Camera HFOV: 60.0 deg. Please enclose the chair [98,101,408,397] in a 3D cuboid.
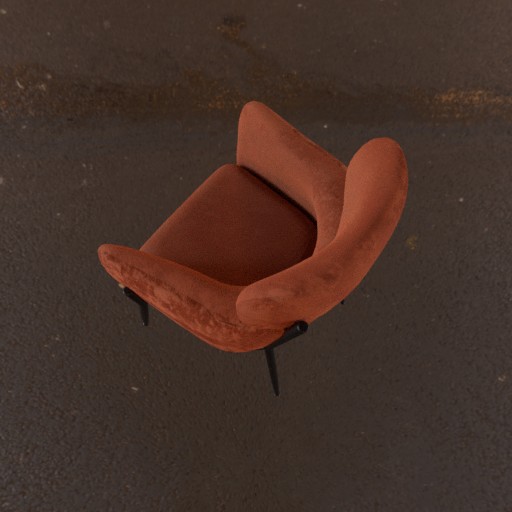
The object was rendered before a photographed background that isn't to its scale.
[{"bbox_3d":[0.000,0.000,1.116,0.523,0.772,0.561,34,69,15],"label":"chair"}]
